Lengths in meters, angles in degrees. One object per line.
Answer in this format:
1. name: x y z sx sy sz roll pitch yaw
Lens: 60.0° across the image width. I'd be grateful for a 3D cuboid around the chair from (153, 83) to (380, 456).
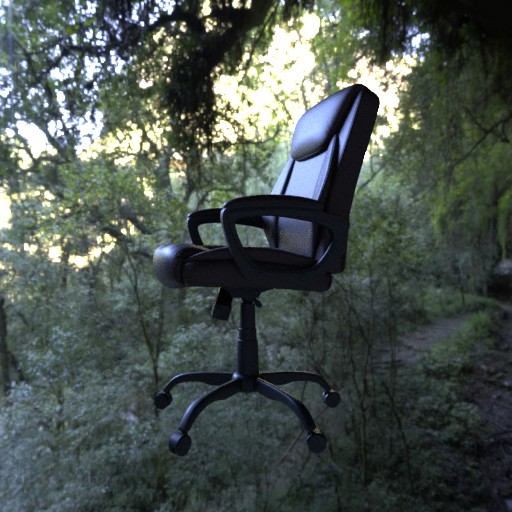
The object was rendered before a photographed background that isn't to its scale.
1. chair: 0.000 0.000 1.460 0.655 1.072 0.615 -1 2 -19
